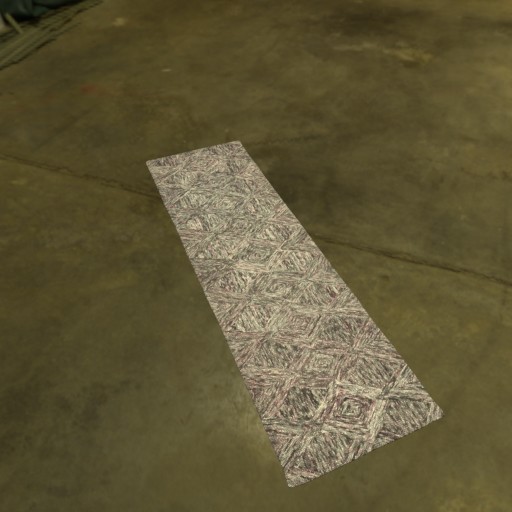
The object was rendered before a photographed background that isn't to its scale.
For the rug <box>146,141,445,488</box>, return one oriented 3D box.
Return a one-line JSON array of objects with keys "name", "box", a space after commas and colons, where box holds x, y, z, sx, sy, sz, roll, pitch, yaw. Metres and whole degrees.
[{"name": "rug", "box": [0.000, 0.000, 2.459, 0.719, 0.013, 2.305, -17, 48, -16]}]
